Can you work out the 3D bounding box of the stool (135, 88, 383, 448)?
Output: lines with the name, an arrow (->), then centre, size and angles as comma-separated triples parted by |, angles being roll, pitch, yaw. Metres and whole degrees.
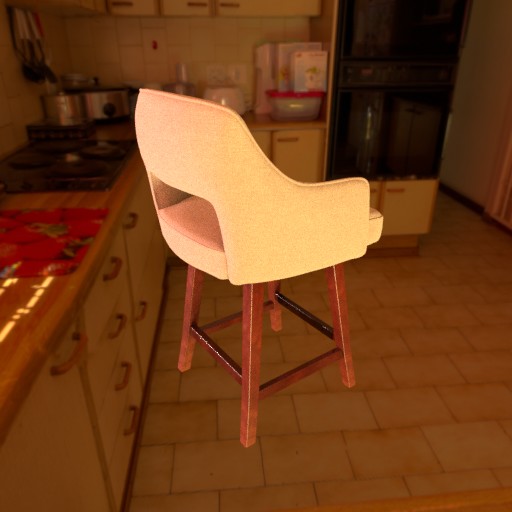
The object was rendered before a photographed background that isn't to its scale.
stool -> 0.000, 0.000, 1.296 | 0.560, 0.936, 0.550 | -17, 30, -32
